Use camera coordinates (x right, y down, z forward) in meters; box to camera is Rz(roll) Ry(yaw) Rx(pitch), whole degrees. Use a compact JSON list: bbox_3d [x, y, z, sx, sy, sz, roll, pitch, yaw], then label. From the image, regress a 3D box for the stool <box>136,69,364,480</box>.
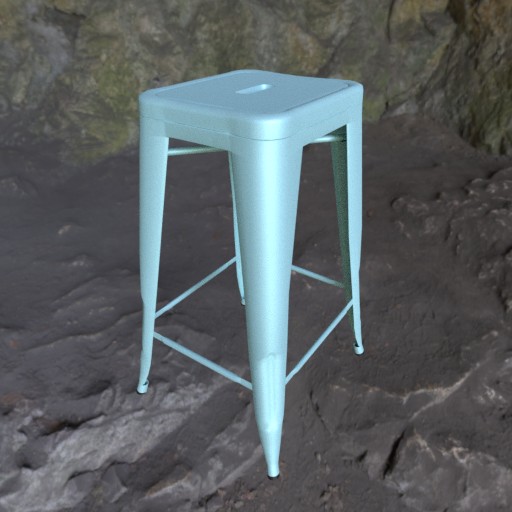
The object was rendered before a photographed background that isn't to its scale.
[{"bbox_3d":[0.000,0.000,0.841,0.359,0.609,0.399,20,36,29],"label":"stool"}]
